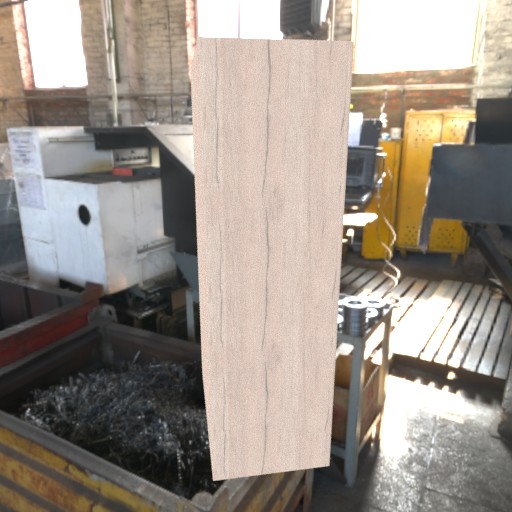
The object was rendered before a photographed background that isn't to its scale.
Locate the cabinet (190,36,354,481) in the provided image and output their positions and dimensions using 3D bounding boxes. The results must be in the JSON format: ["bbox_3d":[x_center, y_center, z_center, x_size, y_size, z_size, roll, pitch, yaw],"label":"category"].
[{"bbox_3d":[0.000,0.000,2.344,0.580,1.930,0.980,-3,17,-9],"label":"cabinet"}]
